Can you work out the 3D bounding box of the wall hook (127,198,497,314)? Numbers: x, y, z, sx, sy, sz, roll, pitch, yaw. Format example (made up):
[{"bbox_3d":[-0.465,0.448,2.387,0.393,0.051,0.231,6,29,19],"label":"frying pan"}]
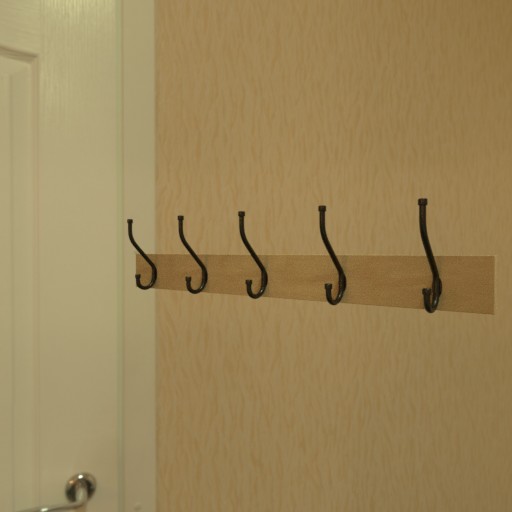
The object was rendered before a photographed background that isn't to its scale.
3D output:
[{"bbox_3d":[0.000,0.000,0.602,0.571,0.117,0.071,0,1,37],"label":"wall hook"}]
